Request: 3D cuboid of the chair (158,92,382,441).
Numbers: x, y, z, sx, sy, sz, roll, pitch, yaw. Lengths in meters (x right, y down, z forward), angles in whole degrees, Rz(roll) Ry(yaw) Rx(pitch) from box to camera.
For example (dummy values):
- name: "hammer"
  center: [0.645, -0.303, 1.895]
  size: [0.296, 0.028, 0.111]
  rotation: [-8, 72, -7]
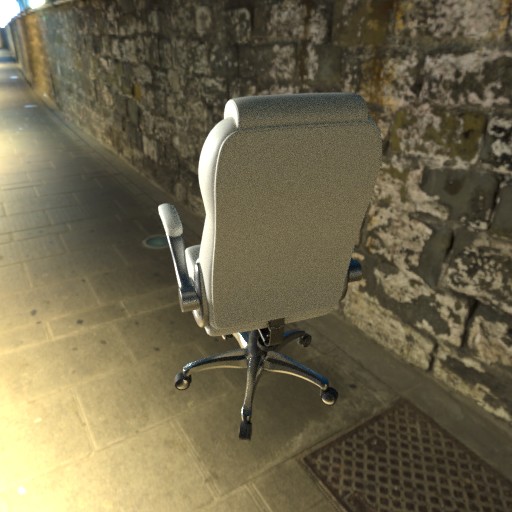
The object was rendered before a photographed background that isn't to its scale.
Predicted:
- name: "chair"
  center: [0.000, 0.000, 1.826]
  size: [0.755, 1.330, 0.806]
  rotation: [-8, 28, -17]
